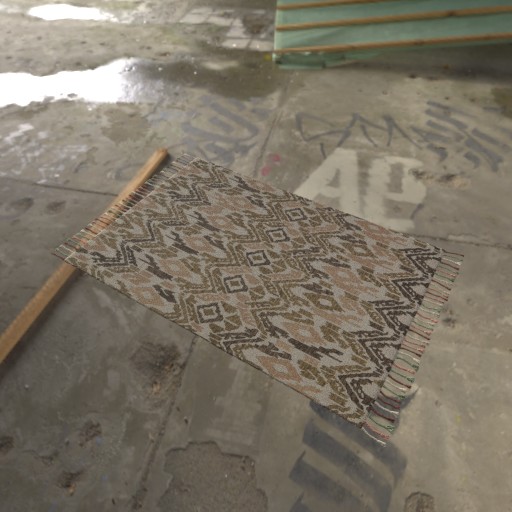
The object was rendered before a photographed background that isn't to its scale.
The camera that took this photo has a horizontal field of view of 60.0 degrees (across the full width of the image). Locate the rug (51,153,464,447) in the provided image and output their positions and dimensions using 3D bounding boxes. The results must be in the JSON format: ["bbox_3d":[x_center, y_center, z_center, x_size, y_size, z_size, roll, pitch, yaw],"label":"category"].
[{"bbox_3d":[0.000,0.000,3.030,2.438,0.008,1.524,24,50,22],"label":"rug"}]
